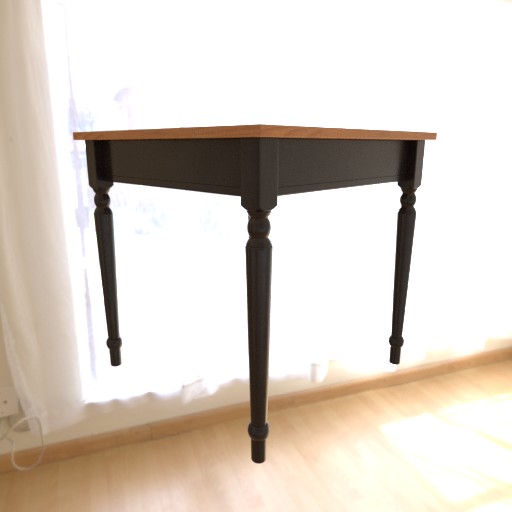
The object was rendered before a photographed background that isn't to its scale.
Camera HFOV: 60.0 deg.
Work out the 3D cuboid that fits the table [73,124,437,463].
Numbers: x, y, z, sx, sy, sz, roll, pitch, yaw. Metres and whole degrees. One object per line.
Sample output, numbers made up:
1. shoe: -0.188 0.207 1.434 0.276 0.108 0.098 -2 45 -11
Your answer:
1. table: 0.000 0.000 1.372 0.747 0.738 0.747 13 19 43
